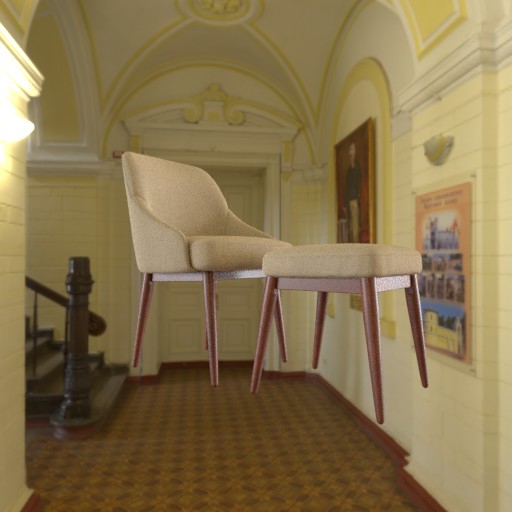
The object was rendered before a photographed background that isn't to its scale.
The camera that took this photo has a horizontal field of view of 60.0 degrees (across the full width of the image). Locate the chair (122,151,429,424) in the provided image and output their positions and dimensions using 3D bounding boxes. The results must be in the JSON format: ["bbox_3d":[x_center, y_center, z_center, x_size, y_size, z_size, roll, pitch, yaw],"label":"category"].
[{"bbox_3d":[0.000,0.000,1.625,1.114,0.866,0.584,0,0,37],"label":"chair"}]
